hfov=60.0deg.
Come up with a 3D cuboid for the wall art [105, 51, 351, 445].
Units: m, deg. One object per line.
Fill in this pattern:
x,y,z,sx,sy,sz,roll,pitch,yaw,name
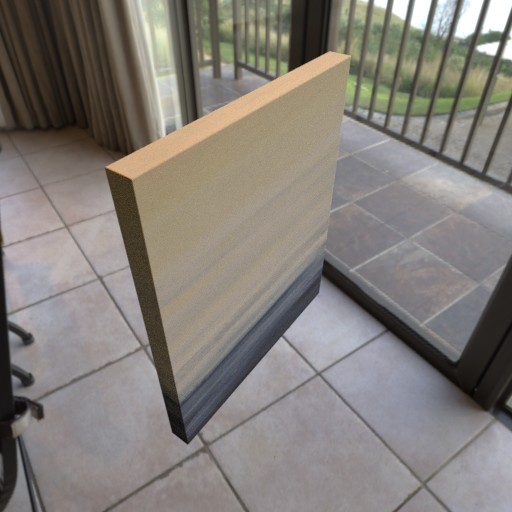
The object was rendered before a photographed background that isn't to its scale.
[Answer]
0.000,0.000,0.710,0.037,0.511,0.435,26,47,26,wall art
